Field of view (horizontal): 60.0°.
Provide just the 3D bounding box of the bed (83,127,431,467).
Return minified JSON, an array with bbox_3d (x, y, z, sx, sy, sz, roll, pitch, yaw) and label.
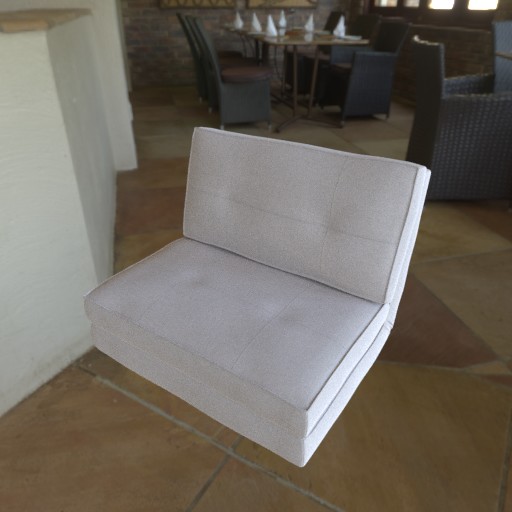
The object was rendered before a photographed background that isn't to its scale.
[{"bbox_3d":[0.000,0.000,1.354,0.799,0.614,0.749,19,35,29],"label":"bed"}]
